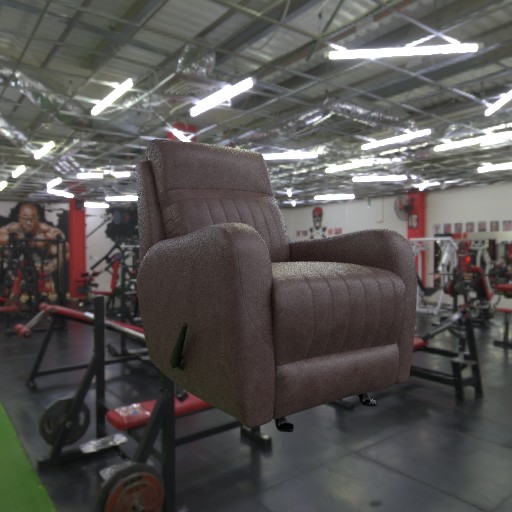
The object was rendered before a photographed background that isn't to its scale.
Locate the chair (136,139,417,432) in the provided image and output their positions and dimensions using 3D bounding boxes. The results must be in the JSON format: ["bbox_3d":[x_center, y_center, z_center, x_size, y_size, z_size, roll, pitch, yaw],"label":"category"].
[{"bbox_3d":[0.000,0.000,1.833,0.865,1.067,1.067,-1,1,-35],"label":"chair"}]
